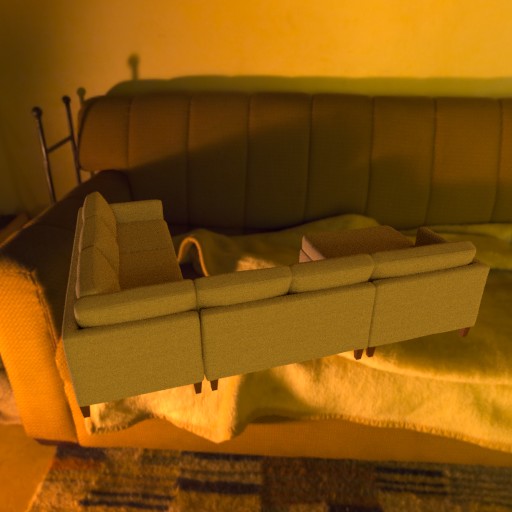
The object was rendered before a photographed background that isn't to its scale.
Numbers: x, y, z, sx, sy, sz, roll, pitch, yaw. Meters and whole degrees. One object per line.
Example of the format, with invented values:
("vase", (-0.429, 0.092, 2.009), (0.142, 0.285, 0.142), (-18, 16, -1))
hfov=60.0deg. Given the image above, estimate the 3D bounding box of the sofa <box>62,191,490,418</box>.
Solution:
("sofa", (0.000, 0.000, 4.527), (3.460, 0.961, 2.594), (-8, 28, -15))
